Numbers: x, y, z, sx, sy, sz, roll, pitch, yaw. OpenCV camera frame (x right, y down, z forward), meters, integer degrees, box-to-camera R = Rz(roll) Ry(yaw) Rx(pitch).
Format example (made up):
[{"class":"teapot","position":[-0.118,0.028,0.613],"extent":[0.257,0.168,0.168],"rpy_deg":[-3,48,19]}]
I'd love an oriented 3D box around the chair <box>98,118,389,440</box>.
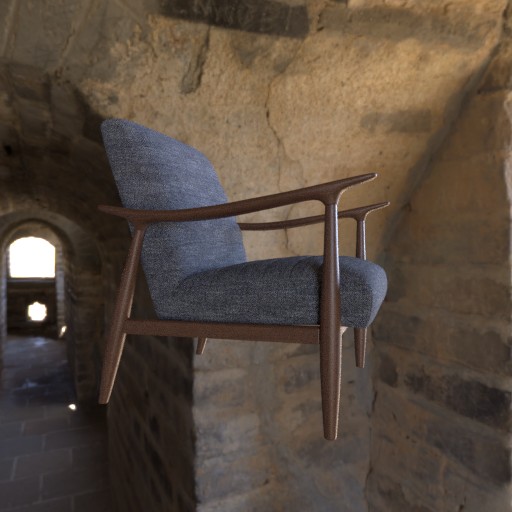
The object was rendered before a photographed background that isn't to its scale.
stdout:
[{"class":"chair","position":[0.000,0.000,1.429],"extent":[0.798,0.832,0.741],"rpy_deg":[0,1,19]}]
